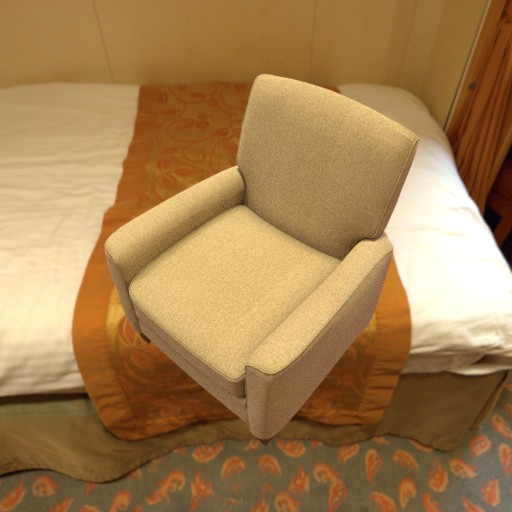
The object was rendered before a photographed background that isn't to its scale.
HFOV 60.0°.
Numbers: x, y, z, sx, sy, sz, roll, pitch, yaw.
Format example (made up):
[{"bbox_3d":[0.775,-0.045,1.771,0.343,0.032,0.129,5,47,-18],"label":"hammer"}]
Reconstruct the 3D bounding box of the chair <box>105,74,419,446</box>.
[{"bbox_3d":[0.000,0.000,1.687,0.848,1.014,0.864,32,55,27],"label":"chair"}]
